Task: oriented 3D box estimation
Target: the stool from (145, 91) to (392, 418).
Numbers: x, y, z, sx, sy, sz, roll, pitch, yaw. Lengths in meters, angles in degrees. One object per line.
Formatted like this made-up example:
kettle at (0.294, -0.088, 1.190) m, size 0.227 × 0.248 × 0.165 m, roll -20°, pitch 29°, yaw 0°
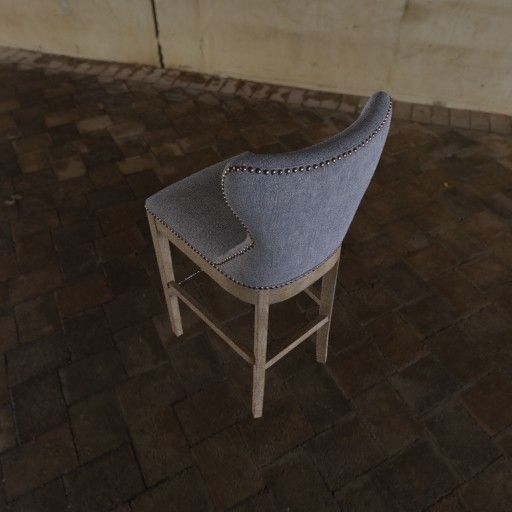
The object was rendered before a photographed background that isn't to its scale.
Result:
stool at (0.000, 0.000, 1.443) m, size 0.494 × 1.123 × 0.606 m, roll -31°, pitch 53°, yaw -27°
